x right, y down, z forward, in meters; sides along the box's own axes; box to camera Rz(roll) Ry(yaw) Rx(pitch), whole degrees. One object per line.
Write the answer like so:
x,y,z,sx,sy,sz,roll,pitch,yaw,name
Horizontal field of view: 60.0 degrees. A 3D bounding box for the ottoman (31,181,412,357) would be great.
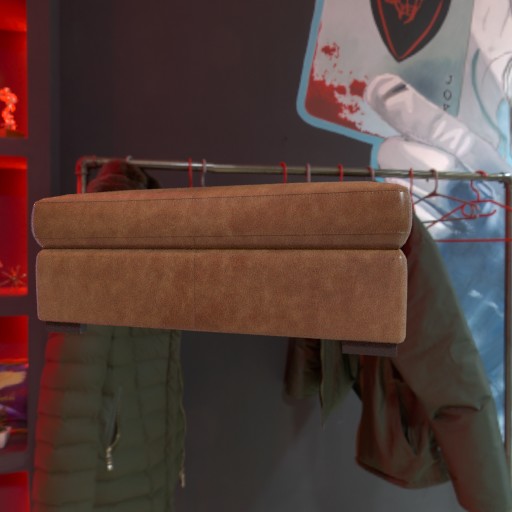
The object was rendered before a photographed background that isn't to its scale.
0.000,0.000,1.805,1.169,0.483,1.168,0,1,18,ottoman
